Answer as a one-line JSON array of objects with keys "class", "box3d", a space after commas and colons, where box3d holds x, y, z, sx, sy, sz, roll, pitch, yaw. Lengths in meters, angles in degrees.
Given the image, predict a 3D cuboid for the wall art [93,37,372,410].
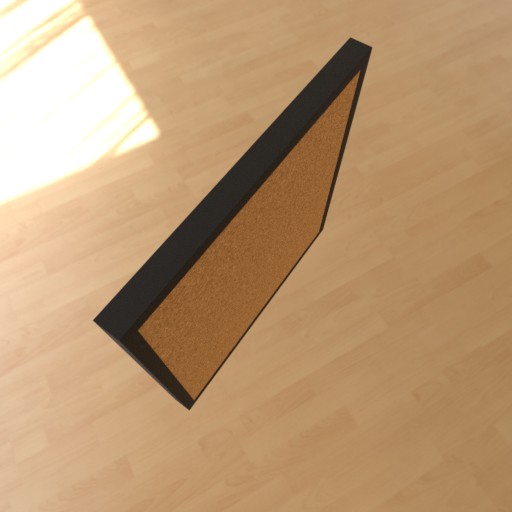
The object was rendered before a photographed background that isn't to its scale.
[{"class": "wall art", "box3d": [0.000, 0.000, 0.749, 0.036, 0.503, 0.506, 32, 68, 15]}]
